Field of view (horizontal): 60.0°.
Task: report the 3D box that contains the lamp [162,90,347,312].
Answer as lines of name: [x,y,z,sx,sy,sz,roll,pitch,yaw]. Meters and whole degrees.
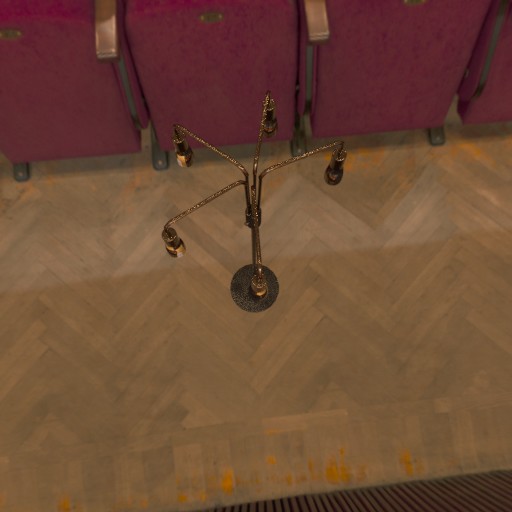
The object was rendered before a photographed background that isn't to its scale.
lamp: [0.000,0.000,2.008,0.572,1.721,0.599,-5,76,-1]
